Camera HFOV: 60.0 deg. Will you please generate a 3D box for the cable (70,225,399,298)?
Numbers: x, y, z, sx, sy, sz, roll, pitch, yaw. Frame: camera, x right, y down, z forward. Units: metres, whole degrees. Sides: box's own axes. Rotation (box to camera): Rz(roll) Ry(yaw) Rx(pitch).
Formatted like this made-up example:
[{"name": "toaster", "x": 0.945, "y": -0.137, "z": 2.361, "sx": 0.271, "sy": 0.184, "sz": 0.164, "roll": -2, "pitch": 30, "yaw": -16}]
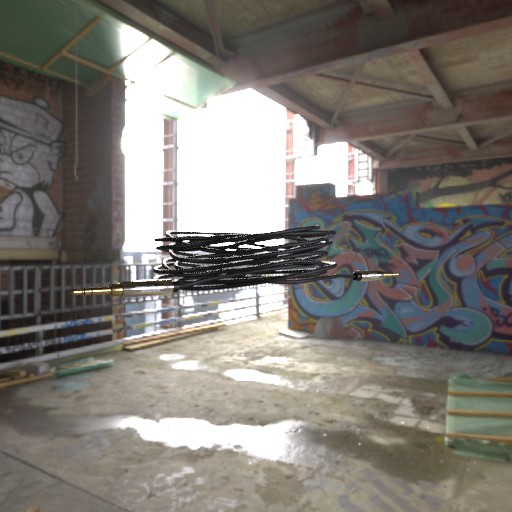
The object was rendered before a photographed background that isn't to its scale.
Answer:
[{"name": "cable", "x": 0.000, "y": 0.000, "z": 0.509, "sx": 0.432, "sy": 0.069, "sz": 0.198, "roll": 0, "pitch": 1, "yaw": -37}]
